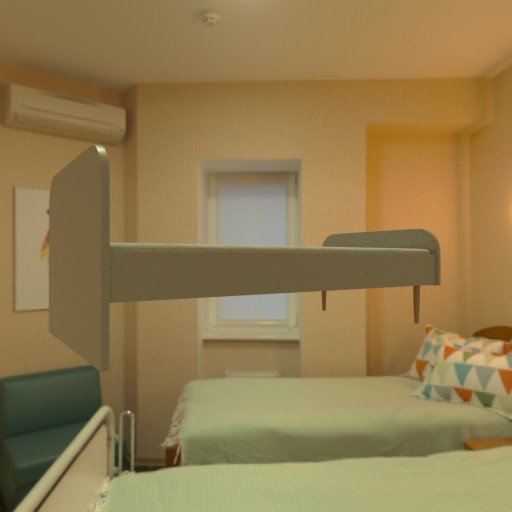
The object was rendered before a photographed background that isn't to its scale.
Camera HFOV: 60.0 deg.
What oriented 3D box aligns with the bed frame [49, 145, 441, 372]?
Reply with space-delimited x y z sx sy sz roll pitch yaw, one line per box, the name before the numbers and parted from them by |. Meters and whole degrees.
bed frame | 0.000 0.000 2.479 1.963 0.805 0.998 0 0 -34
